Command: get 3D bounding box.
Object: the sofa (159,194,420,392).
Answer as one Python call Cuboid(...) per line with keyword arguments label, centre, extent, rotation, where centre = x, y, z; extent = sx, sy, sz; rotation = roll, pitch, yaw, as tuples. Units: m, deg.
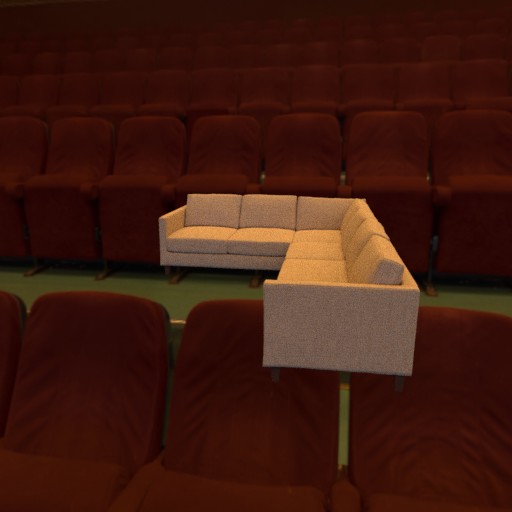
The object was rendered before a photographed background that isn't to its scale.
Cuboid(label="sofa", centre=(0.000, 0.000, 4.316), extent=(2.432, 0.863, 3.182), rotation=(2, 15, 9))
